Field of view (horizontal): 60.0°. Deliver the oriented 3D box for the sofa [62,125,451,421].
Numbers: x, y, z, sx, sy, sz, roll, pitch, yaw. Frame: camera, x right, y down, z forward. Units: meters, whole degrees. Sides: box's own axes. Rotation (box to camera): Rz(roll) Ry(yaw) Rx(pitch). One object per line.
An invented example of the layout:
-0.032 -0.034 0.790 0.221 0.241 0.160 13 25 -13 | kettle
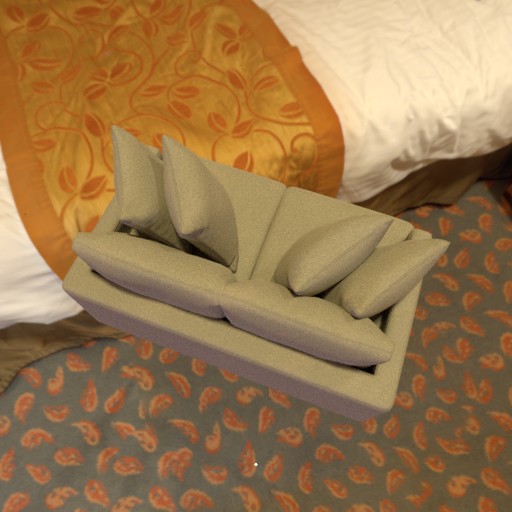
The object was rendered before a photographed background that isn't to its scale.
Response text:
0.000 0.000 2.625 1.869 1.080 1.228 19 66 9 | sofa
